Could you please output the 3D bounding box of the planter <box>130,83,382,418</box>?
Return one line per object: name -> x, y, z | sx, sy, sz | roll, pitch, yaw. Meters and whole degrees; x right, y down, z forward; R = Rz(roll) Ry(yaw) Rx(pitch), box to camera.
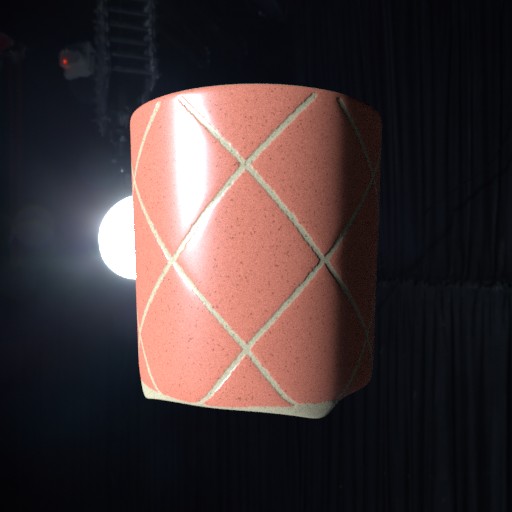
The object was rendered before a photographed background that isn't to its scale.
planter -> 0.000, 0.000, 0.349 | 0.191, 0.200, 0.191 | 0, 0, 0
